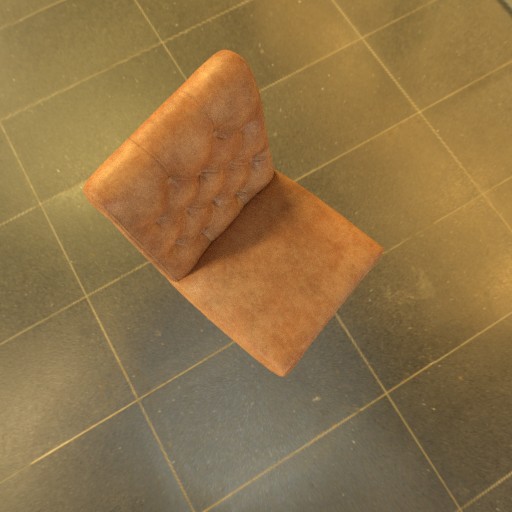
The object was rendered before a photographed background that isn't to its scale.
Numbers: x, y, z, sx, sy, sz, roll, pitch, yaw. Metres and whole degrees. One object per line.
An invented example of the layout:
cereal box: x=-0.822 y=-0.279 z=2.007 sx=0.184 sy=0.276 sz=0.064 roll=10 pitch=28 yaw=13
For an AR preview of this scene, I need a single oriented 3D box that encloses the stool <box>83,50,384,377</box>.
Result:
stool: x=0.000 y=0.000 z=1.400 sx=0.601 sy=1.047 sz=0.493 roll=39 pitch=78 yaw=9
